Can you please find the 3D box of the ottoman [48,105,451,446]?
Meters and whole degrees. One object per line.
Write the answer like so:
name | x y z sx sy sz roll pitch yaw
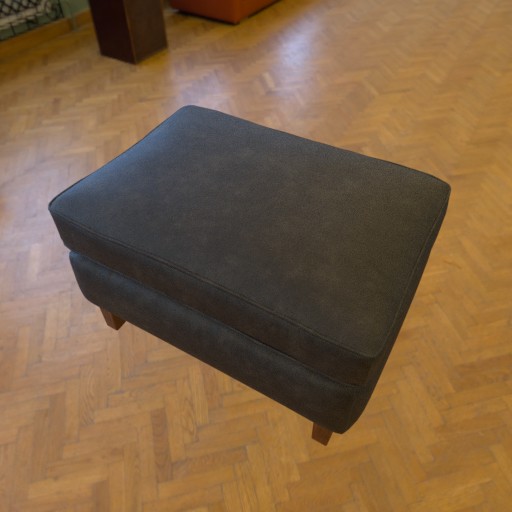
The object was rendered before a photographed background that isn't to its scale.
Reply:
ottoman | 0.000 0.000 0.971 0.665 0.413 0.501 23 51 20
